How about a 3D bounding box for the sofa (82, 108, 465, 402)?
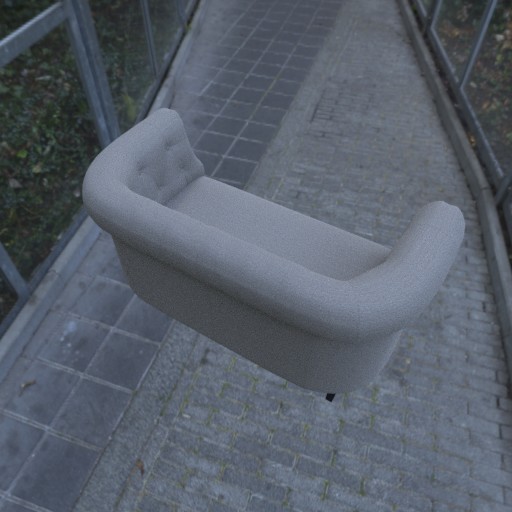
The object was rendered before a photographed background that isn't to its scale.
[{"bbox_3d":[0.000,0.000,2.056,1.558,0.827,0.835,24,52,21],"label":"sofa"}]
